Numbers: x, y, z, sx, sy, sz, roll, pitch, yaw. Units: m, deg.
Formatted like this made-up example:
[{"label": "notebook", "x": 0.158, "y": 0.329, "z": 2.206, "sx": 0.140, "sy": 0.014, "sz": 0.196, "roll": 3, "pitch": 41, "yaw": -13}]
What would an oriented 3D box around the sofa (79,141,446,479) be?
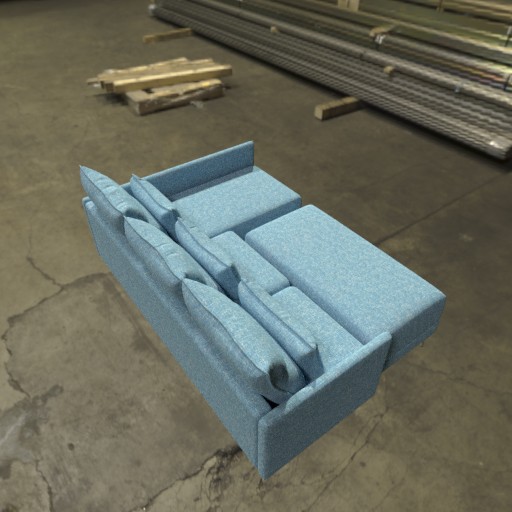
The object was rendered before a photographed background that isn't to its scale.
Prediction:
[{"label": "sofa", "x": 0.000, "y": 0.000, "z": 2.786, "sx": 1.420, "sy": 0.899, "sz": 2.034, "roll": -26, "pitch": 47, "yaw": -27}]
